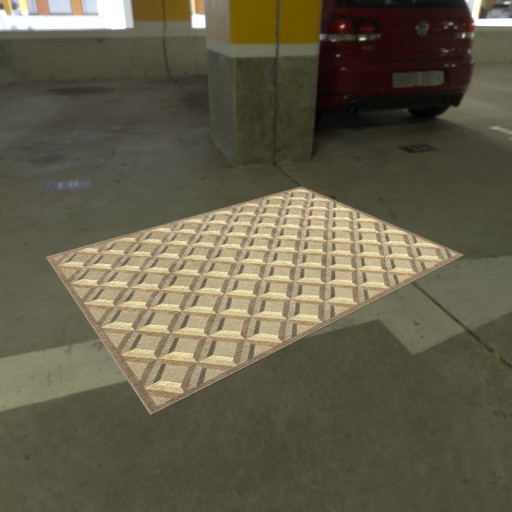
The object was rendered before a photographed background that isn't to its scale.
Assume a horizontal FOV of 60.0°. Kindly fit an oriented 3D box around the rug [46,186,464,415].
[{"bbox_3d":[0.000,0.000,4.303,3.294,0.018,2.382,-20,35,-31],"label":"rug"}]
